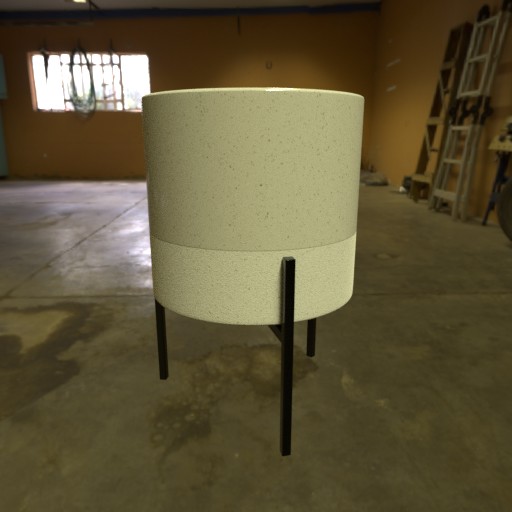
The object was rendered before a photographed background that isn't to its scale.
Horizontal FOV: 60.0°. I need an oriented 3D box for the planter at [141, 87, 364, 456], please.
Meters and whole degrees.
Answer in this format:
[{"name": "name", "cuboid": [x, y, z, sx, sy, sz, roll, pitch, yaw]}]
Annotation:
[{"name": "planter", "cuboid": [0.000, 0.000, 0.343, 0.152, 0.230, 0.159, 14, 21, 42]}]
